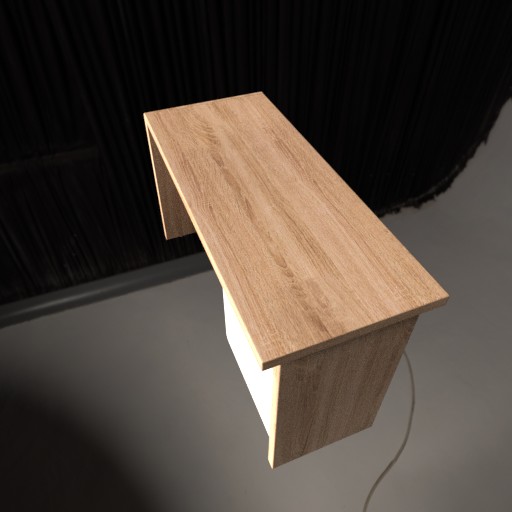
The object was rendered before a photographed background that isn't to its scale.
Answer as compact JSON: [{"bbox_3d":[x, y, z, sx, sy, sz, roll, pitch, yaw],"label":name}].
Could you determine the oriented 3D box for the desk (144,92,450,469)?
[{"bbox_3d":[0.000,0.000,1.708,0.500,0.750,1.300,-16,47,-15],"label":"desk"}]
